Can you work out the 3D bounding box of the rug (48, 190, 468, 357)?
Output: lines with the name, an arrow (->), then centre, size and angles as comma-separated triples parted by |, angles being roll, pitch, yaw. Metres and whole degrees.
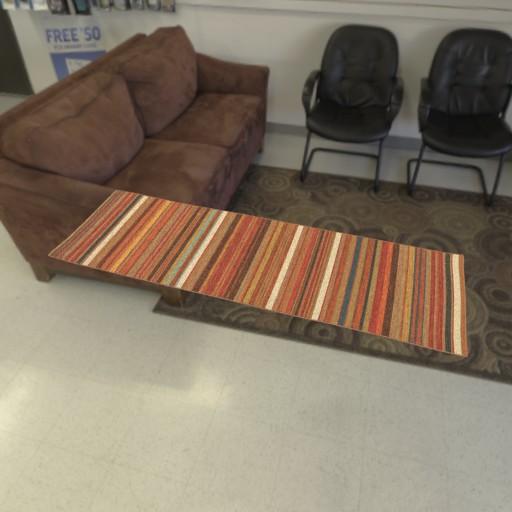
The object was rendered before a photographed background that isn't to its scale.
rug -> 0.000, 0.000, 2.738 | 2.444, 0.030, 0.799 | 12, 42, 13
